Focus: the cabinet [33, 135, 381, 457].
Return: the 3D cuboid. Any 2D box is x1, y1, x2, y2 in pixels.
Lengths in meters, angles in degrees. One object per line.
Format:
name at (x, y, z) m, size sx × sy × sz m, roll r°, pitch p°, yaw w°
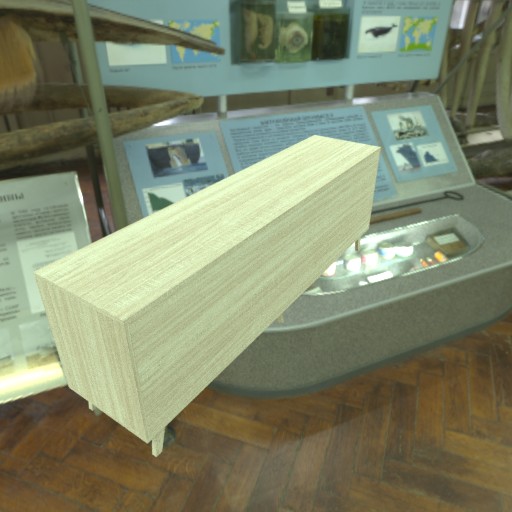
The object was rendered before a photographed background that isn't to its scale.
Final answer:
cabinet at (0.000, 0.000, 2.509) m, size 0.500 × 0.780 × 2.200 m, roll 20°, pitch 36°, yaw 29°
